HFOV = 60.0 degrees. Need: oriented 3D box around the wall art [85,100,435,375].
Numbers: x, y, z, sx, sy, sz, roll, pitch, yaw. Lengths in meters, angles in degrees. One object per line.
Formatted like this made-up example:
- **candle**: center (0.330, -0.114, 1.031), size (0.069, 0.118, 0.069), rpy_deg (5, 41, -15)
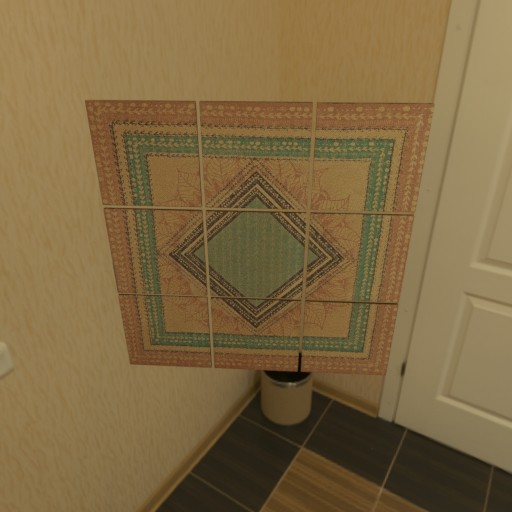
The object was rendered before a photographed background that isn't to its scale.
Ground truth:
- **wall art**: center (0.000, 0.000, 1.824), size (1.215, 1.213, 0.013), rpy_deg (2, 28, 3)
